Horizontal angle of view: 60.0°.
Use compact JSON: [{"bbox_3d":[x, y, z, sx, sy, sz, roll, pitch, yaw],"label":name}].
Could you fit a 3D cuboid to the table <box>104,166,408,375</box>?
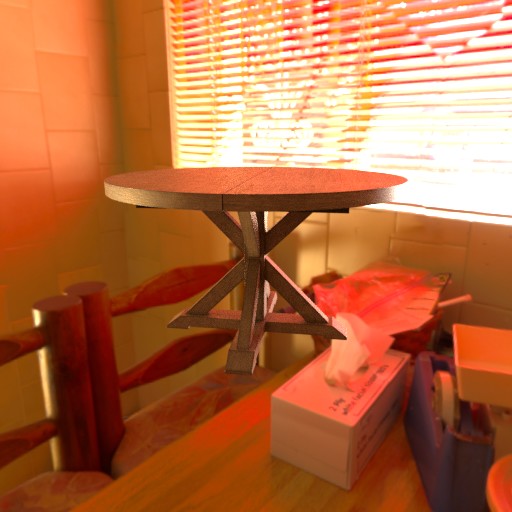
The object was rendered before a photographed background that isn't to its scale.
[{"bbox_3d":[0.000,0.000,2.189,1.363,0.781,1.363,0,15,0],"label":"table"}]
